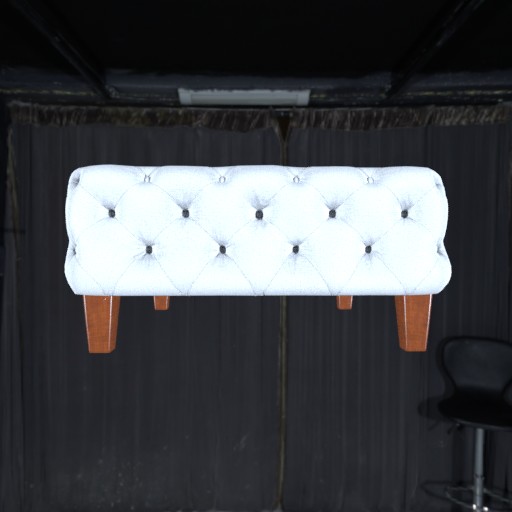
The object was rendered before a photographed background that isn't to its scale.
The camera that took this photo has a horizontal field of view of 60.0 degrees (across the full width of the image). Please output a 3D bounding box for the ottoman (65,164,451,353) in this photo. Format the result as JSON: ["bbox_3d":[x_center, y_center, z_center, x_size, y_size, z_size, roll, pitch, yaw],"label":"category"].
[{"bbox_3d":[0.000,0.000,1.187,0.758,0.365,0.764,0,1,-1],"label":"ottoman"}]
